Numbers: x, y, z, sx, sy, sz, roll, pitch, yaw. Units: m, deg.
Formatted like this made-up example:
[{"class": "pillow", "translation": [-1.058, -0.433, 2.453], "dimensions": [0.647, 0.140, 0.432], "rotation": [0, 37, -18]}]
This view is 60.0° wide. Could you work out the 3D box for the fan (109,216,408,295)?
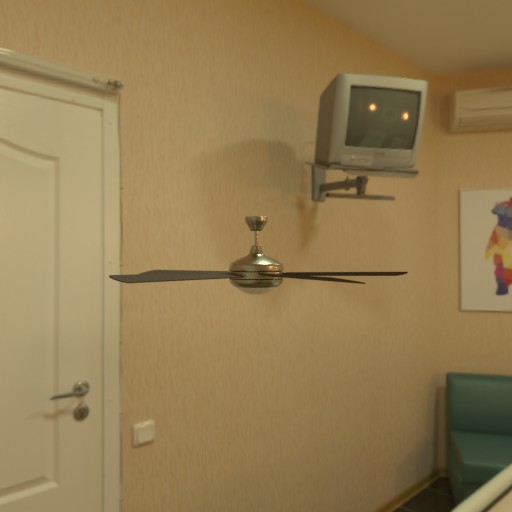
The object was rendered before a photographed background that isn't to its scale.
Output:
[{"class": "fan", "translation": [0.000, 0.000, 2.038], "dimensions": [1.321, 0.356, 1.321], "rotation": [0, 0, 19]}]
